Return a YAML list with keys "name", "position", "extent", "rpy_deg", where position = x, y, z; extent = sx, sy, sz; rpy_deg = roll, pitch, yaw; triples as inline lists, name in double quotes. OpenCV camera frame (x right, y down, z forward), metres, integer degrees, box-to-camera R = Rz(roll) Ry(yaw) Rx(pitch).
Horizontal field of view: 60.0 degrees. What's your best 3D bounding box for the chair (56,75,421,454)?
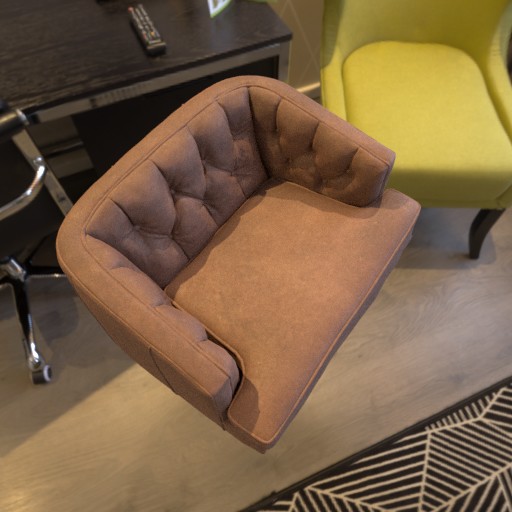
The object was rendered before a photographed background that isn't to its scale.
- name: "chair"
  position: [0.000, 0.000, 1.695]
  extent: [0.914, 0.787, 1.118]
  rpy_deg: [31, 64, 17]
